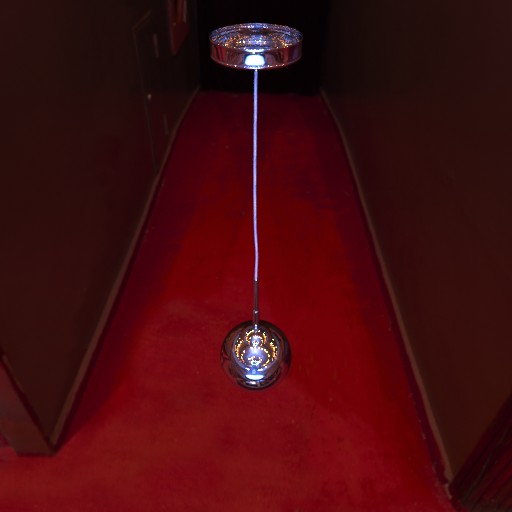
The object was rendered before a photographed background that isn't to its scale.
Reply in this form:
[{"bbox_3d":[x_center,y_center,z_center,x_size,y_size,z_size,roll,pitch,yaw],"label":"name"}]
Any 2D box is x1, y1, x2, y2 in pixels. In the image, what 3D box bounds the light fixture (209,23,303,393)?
[{"bbox_3d":[0.000,0.000,1.674,0.336,1.538,0.336,0,41,0],"label":"light fixture"}]
